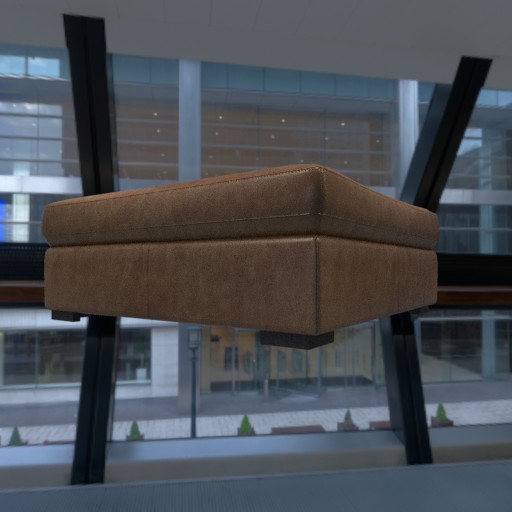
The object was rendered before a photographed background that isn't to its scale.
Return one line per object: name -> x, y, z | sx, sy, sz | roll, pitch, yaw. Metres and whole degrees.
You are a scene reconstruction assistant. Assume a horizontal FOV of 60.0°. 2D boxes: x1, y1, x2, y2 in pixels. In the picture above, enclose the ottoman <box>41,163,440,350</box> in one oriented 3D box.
ottoman -> 0.000, 0.000, 1.799 | 1.168, 0.483, 1.169 | -1, -2, 35
